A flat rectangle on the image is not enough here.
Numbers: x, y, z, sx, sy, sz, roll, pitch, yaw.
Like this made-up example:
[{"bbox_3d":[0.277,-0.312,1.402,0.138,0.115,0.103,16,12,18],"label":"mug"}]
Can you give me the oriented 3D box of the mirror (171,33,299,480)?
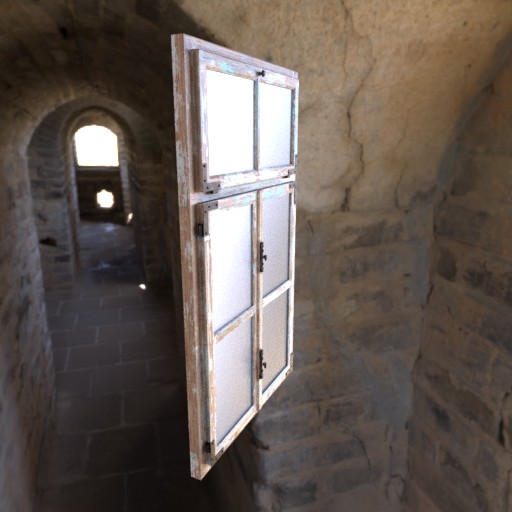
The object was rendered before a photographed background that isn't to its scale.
[{"bbox_3d":[0.000,0.000,1.463,0.083,1.213,0.707,7,17,26],"label":"mirror"}]
